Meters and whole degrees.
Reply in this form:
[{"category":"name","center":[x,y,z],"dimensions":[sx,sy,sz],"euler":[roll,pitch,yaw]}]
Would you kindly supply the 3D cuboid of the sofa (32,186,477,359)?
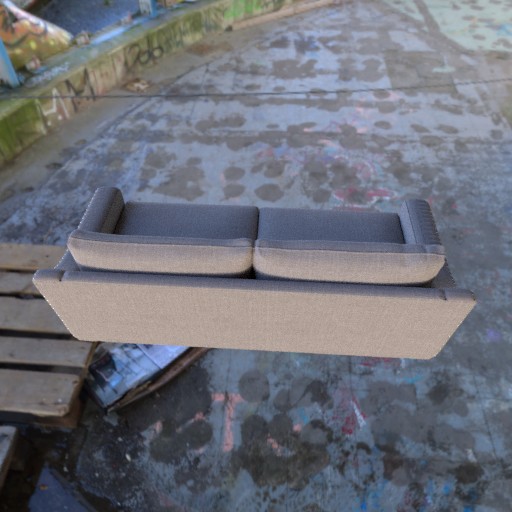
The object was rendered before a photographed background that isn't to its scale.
[{"category":"sofa","center":[0.000,0.000,2.720],"dimensions":[2.208,0.857,1.000],"euler":[3,47,2]}]
